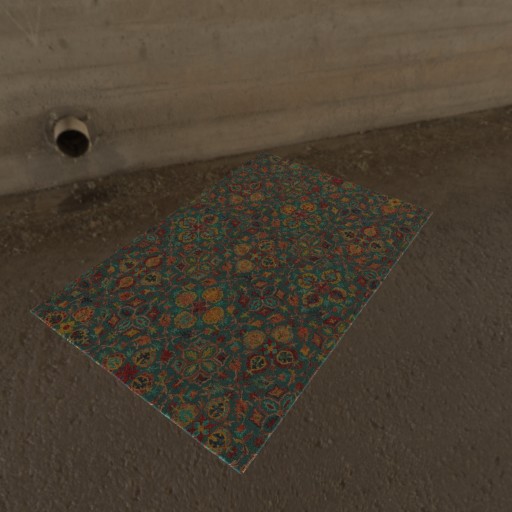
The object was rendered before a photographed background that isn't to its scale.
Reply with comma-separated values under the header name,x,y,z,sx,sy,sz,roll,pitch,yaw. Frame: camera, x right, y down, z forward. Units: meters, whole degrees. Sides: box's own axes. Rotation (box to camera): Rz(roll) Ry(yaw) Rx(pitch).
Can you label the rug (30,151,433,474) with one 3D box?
name,x,y,z,sx,sy,sz,roll,pitch,yaw
rug,0.000,0.000,2.879,1.527,0.016,2.290,26,48,26
